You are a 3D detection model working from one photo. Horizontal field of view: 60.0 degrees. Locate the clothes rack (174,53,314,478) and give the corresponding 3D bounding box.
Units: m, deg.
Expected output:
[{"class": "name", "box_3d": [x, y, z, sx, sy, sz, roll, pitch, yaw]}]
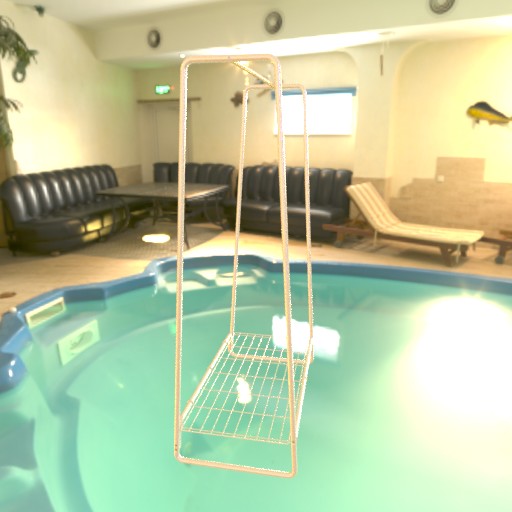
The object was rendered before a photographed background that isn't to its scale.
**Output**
[{"class": "clothes rack", "box_3d": [0.000, 0.000, 1.951, 0.495, 1.500, 0.900, 3, 16, 11]}]
